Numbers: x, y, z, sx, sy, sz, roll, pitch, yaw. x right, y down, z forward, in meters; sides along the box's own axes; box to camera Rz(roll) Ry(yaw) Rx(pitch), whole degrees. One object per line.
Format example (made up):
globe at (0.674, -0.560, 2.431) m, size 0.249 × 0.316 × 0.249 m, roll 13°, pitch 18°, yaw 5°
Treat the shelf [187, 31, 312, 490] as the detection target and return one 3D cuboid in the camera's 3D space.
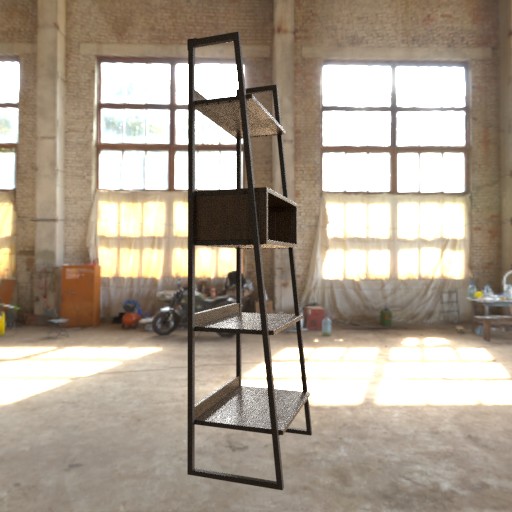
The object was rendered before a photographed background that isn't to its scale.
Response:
shelf at (0.000, 0.000, 2.277) m, size 0.454 × 2.005 × 0.652 m, roll 0°, pitch -1°, yaw 18°
